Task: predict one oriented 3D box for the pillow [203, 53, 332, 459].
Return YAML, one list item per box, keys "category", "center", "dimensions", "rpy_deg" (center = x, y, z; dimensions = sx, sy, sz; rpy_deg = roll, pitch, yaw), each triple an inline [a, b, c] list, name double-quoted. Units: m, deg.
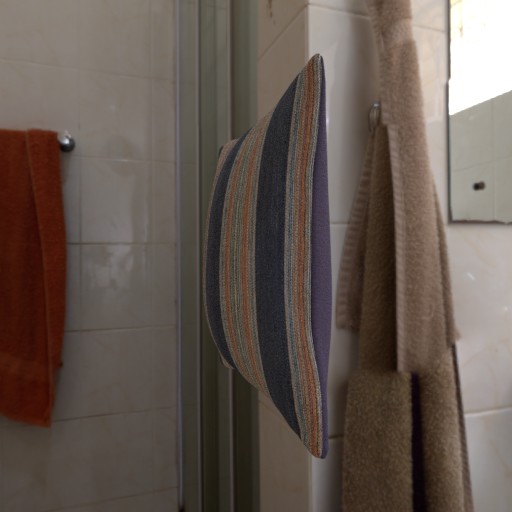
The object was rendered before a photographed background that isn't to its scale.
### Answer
- category: "pillow"
  center: [0.000, 0.000, 0.653]
  dimensions: [0.136, 0.419, 0.437]
  rpy_deg: [0, 0, -18]
